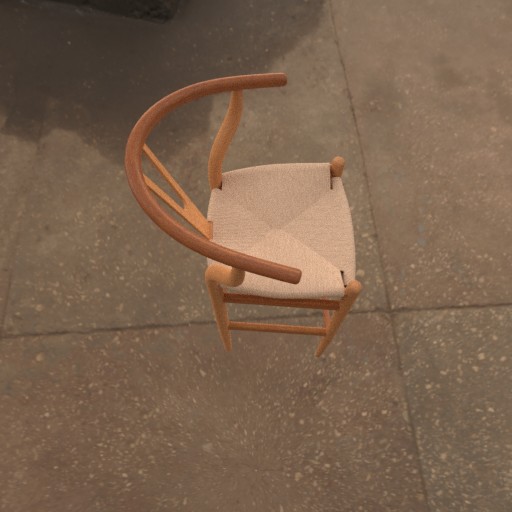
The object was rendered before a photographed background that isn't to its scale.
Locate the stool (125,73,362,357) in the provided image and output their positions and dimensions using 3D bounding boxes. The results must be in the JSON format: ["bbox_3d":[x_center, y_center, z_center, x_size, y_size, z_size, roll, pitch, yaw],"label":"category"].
[{"bbox_3d":[0.000,0.000,1.421,0.561,1.068,0.574,-1,64,-1],"label":"stool"}]
